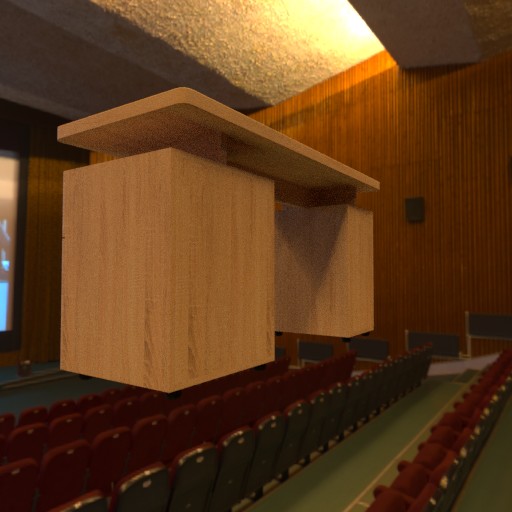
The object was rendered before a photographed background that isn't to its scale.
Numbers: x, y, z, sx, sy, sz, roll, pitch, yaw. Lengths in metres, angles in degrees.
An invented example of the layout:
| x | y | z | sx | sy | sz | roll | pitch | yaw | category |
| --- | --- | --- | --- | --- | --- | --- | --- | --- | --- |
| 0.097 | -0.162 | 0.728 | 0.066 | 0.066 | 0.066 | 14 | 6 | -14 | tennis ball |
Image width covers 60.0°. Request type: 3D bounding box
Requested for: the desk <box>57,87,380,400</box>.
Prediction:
| x | y | z | sx | sy | sz | roll | pitch | yaw | category |
| --- | --- | --- | --- | --- | --- | --- | --- | --- | --- |
| 0.000 | 0.000 | 1.773 | 0.550 | 0.760 | 1.400 | -1 | -3 | 34 | desk |
